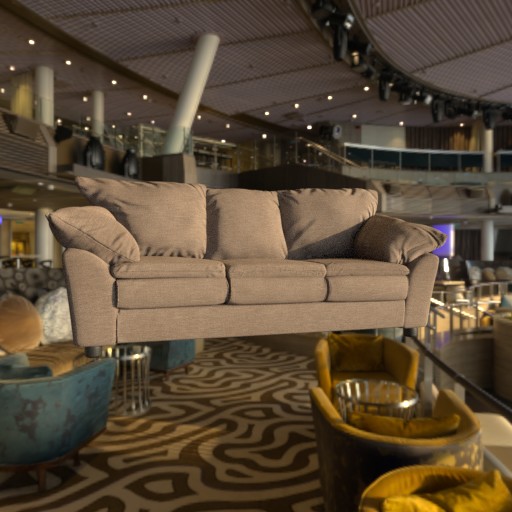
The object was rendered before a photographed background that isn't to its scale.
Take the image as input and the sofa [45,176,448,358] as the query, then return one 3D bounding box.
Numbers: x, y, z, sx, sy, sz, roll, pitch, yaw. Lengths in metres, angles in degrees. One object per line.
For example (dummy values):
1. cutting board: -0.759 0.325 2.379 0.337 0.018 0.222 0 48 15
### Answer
1. sofa: 0.000 0.000 2.882 2.390 1.043 0.927 0 0 -18
